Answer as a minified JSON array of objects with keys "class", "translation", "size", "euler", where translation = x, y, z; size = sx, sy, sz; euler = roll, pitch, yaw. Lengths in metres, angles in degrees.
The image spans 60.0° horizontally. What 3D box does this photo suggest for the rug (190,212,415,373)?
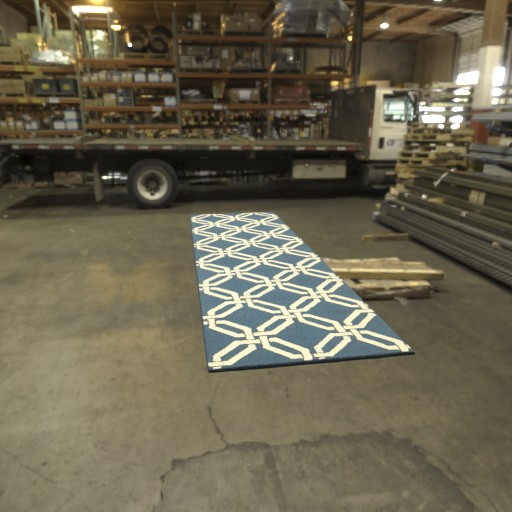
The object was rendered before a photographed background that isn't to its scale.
[{"class":"rug","translation":[0.000,0.000,2.468],"size":[0.678,0.014,2.276],"euler":[-3,18,-9]}]
